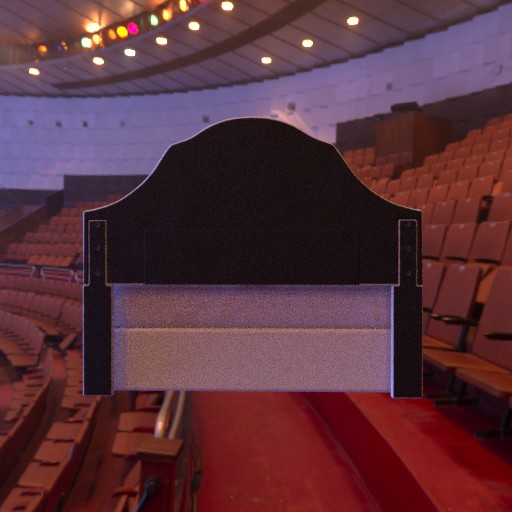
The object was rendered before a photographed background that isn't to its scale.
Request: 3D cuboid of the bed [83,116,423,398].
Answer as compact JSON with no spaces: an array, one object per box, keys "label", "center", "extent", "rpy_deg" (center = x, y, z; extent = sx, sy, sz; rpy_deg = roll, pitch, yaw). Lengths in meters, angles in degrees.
[{"label":"bed","center":[0.000,0.000,3.648],"extent":[2.008,1.615,2.214],"rpy_deg":[0,0,1]}]
